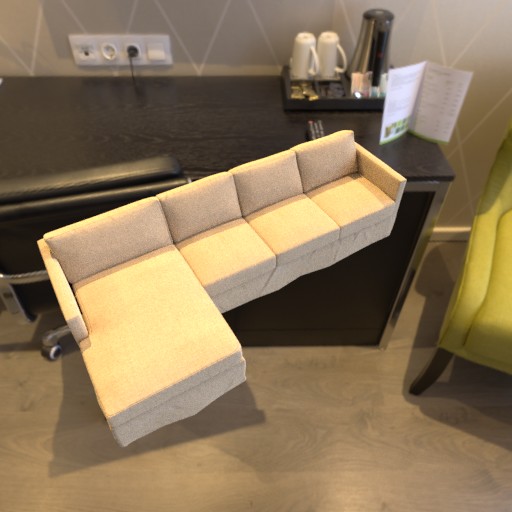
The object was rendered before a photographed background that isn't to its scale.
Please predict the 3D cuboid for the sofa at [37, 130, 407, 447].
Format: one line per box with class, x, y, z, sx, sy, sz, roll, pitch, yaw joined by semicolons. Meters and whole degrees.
sofa;0.000;0.000;3.841;3.205;0.922;1.650;-23;50;-21
